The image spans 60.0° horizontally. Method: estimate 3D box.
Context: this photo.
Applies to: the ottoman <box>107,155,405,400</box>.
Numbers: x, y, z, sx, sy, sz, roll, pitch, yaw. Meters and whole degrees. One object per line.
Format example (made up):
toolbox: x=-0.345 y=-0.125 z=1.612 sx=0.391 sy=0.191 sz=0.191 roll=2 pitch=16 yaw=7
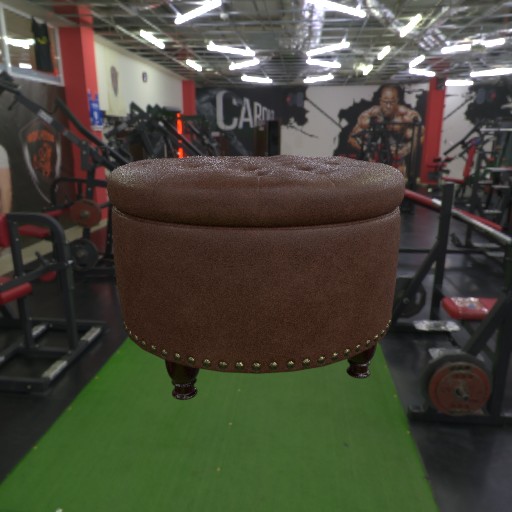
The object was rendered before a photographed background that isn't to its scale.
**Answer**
ottoman: x=0.000 y=0.000 z=1.042 sx=0.637 sy=0.442 sz=0.637 roll=0 pitch=16 yaw=0
